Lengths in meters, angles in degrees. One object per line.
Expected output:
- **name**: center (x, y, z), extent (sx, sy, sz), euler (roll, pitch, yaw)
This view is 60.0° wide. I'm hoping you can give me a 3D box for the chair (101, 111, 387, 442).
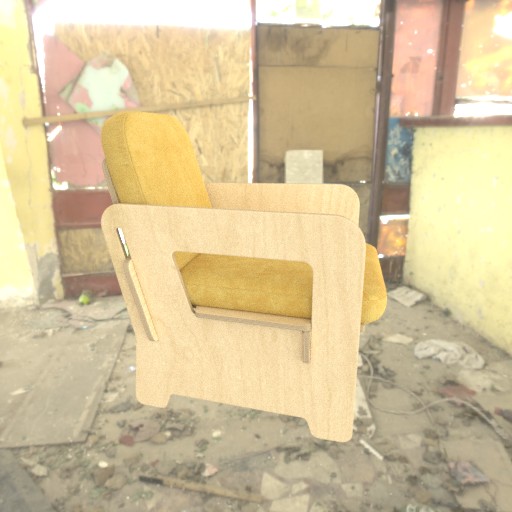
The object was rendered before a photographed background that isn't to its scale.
- **chair**: center (0.000, 0.000, 1.291), extent (0.710, 0.800, 0.590), euler (3, 16, 11)
